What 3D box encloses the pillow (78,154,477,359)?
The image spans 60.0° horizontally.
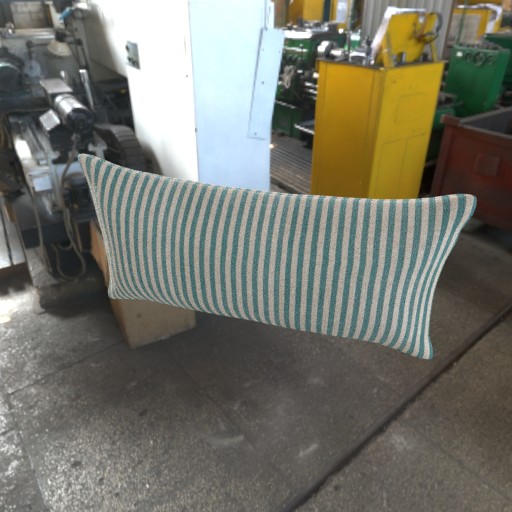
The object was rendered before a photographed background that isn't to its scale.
[{"bbox_3d":[0.000,0.000,0.740,0.617,0.295,0.151,9,32,14],"label":"pillow"}]
